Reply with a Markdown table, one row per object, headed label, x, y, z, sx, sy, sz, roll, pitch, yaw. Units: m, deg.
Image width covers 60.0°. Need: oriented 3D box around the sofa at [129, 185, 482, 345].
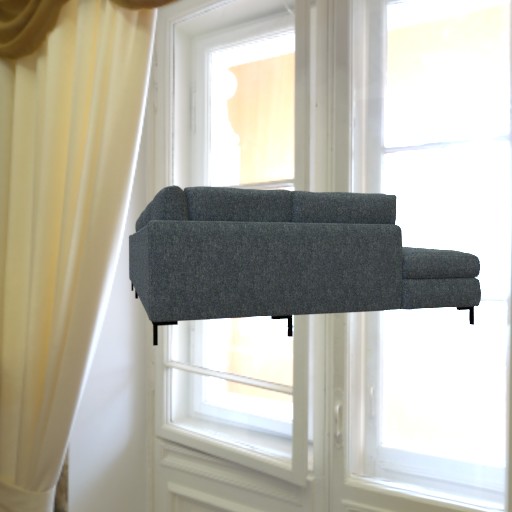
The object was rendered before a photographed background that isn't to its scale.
| label | x | y | z | sx | sy | sz | roll | pitch | yaw |
| --- | --- | --- | --- | --- | --- | --- | --- | --- | --- |
| sofa | 0.000 | 0.000 | 3.549 | 1.879 | 0.756 | 2.737 | 0 | 1 | -18 |
